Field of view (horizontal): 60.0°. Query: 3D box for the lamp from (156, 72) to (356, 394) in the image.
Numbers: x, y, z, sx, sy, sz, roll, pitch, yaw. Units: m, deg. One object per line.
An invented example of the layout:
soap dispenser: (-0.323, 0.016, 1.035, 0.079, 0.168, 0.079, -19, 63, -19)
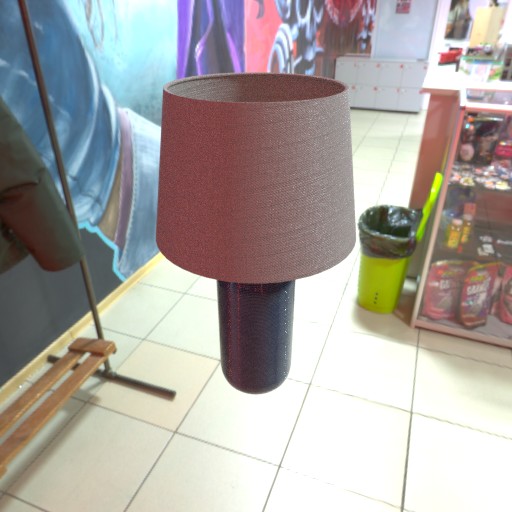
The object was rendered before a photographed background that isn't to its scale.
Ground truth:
lamp: (0.000, 0.000, 0.588, 0.253, 0.428, 0.253, 0, 30, 0)
